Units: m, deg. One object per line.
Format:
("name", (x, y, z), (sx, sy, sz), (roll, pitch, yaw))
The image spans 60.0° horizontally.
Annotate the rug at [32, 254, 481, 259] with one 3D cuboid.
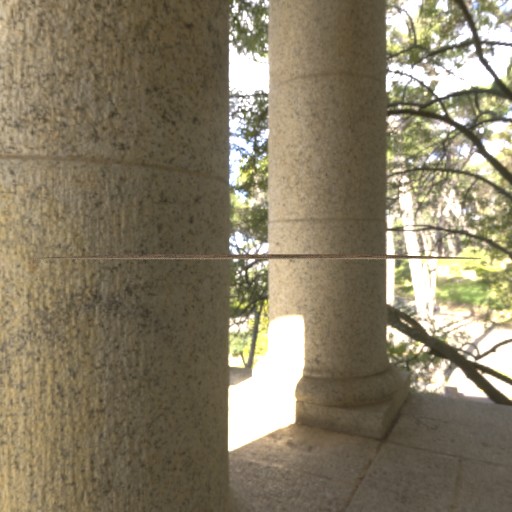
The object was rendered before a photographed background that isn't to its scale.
("rug", (0.000, 0.000, 4.099), (2.977, 0.008, 2.380), (0, 1, -1))
